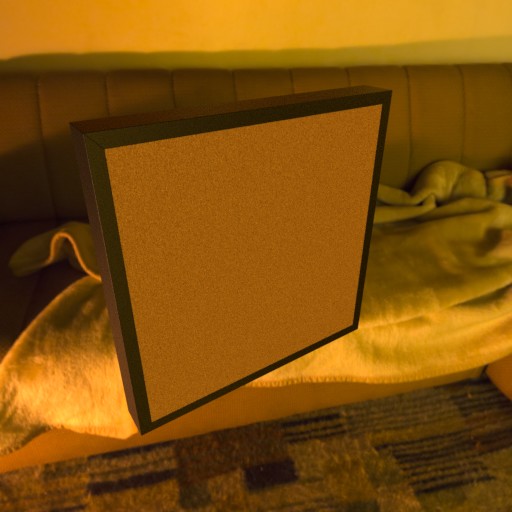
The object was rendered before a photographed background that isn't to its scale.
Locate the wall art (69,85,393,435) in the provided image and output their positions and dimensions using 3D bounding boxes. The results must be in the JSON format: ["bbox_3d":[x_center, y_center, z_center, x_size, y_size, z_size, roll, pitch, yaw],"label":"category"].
[{"bbox_3d":[0.000,0.000,0.459,0.304,0.304,0.038,-18,35,-29],"label":"wall art"}]
